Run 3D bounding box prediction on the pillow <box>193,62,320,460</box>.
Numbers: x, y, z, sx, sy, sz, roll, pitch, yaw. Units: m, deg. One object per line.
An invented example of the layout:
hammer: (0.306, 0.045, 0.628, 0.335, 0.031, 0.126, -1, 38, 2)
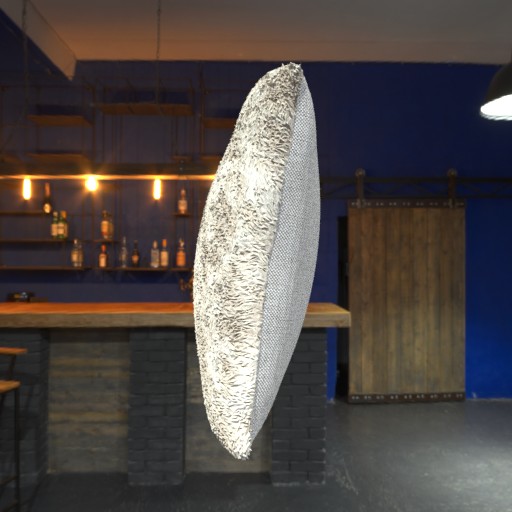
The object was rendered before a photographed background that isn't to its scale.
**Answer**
pillow: (0.000, 0.000, 0.810, 0.218, 0.515, 0.529, 0, 0, 0)
